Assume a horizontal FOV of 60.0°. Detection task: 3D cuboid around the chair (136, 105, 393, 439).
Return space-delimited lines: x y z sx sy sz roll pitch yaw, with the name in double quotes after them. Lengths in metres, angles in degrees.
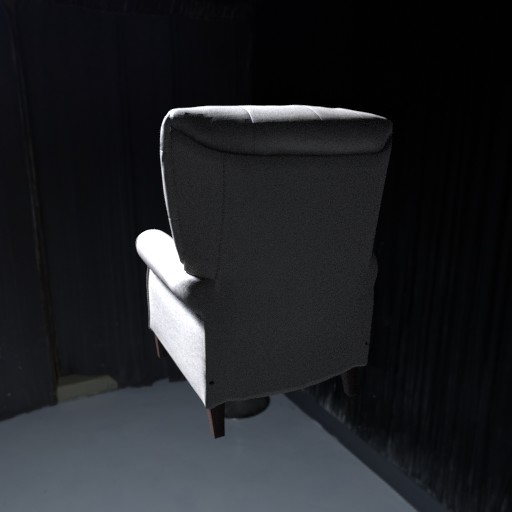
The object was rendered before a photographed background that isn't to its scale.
0.000 0.000 1.951 0.942 1.209 1.025 -7 16 -26 "chair"
